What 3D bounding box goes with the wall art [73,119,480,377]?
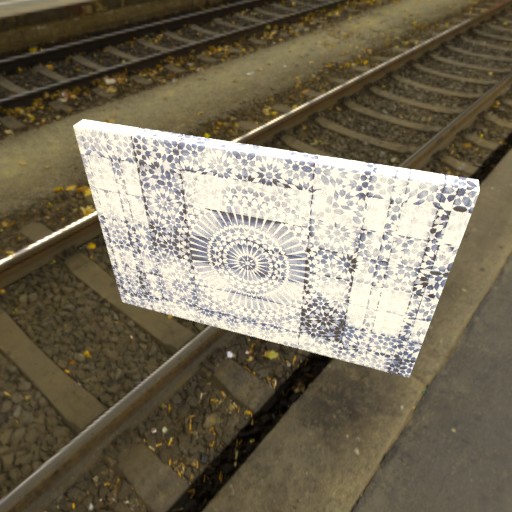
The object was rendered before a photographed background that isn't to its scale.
[{"bbox_3d":[0.000,0.000,0.775,0.608,0.406,0.030,12,42,14],"label":"wall art"}]
